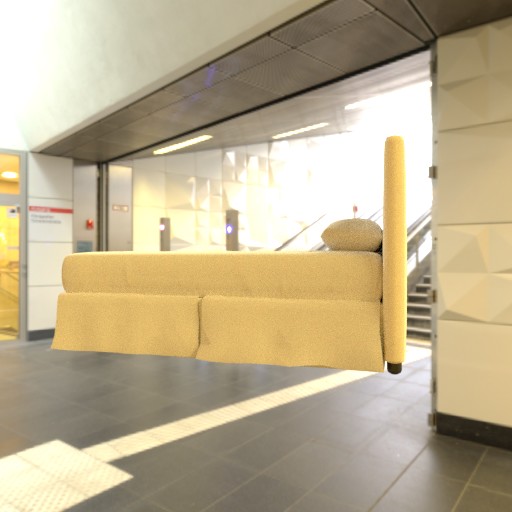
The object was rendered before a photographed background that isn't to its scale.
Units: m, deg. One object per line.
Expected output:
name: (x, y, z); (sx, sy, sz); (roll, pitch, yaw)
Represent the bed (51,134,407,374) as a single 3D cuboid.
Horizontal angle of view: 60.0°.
bed: (0.000, 0.000, 3.669); (2.341, 1.317, 2.119); (0, 0, 18)
